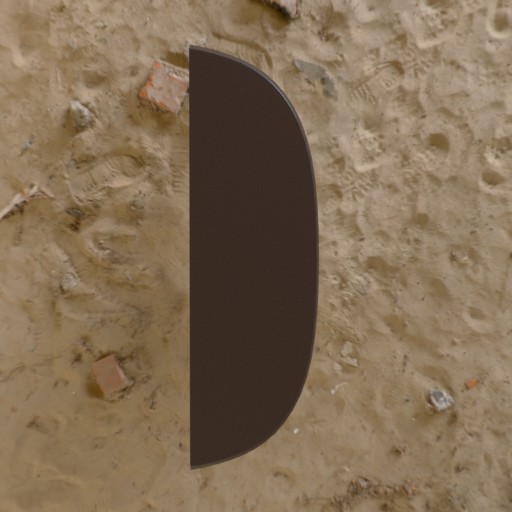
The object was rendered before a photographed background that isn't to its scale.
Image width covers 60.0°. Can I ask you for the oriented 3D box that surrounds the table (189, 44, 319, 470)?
[{"bbox_3d":[0.000,0.000,1.345,0.274,0.831,0.909,0,91,0],"label":"table"}]
